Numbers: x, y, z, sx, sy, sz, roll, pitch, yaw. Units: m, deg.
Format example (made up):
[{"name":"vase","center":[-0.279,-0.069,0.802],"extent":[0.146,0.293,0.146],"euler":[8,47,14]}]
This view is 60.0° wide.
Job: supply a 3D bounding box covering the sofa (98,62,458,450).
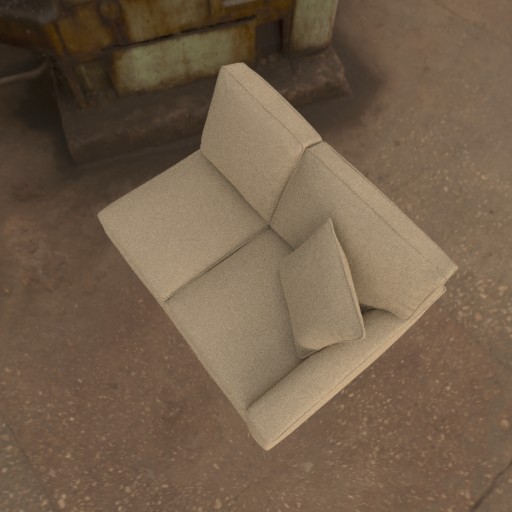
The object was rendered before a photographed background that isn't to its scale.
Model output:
[{"name":"sofa","center":[0.000,0.000,2.102],"extent":[0.991,0.989,1.388],"euler":[-35,68,-16]}]
